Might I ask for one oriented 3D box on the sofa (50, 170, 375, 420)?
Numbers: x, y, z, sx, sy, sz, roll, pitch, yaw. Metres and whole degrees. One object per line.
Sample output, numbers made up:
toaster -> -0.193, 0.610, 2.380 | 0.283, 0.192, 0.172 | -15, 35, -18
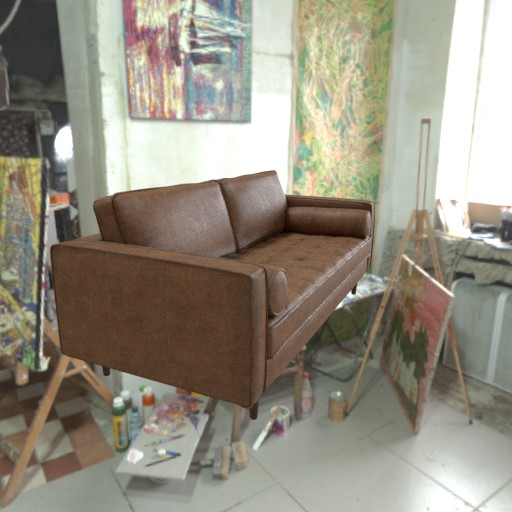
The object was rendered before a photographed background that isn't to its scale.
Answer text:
sofa -> 0.000, 0.000, 2.422 | 0.924, 0.825, 1.920 | 7, 16, 25
